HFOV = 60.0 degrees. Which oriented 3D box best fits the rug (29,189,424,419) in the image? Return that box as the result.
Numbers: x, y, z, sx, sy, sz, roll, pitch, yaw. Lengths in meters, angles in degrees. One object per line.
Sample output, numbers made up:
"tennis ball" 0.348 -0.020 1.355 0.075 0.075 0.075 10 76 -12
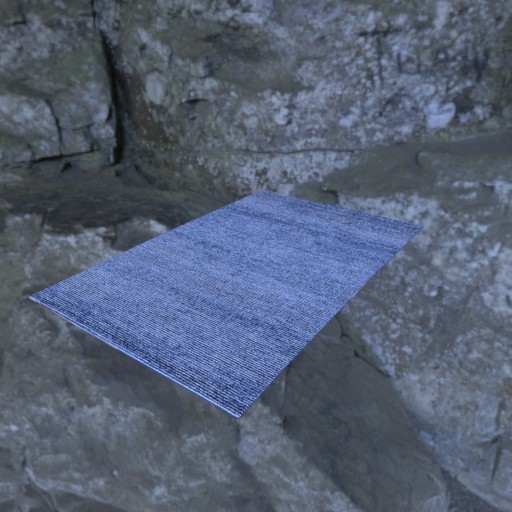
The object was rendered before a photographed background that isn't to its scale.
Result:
"rug" 0.000 0.000 2.272 1.159 0.025 1.793 18 32 31
